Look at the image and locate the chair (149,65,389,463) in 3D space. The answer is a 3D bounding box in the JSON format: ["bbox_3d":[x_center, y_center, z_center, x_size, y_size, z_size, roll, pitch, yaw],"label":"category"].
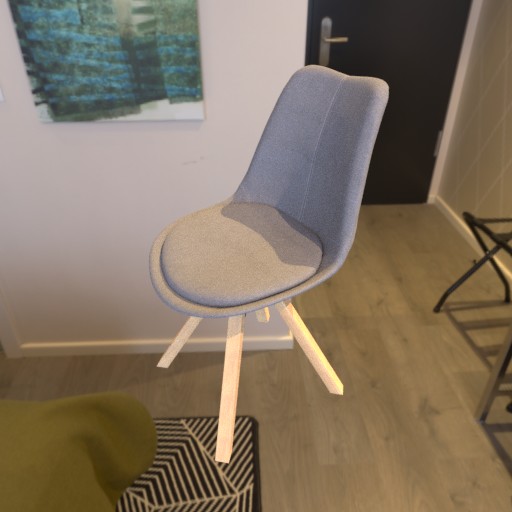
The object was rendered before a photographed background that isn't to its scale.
[{"bbox_3d":[0.000,0.000,1.168,0.549,0.863,0.474,-19,37,-27],"label":"chair"}]
